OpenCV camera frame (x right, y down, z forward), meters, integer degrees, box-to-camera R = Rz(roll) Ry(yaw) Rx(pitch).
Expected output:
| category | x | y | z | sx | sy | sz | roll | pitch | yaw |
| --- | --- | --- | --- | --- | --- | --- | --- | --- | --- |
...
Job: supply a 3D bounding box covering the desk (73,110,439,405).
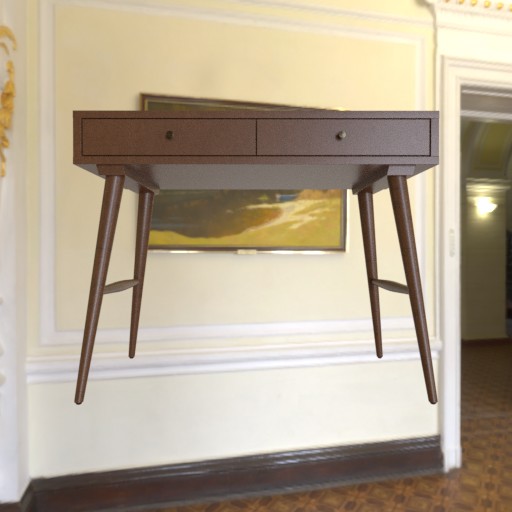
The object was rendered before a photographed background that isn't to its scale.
| category | x | y | z | sx | sy | sz | roll | pitch | yaw |
| --- | --- | --- | --- | --- | --- | --- | --- | --- | --- |
| desk | 0.000 | 0.000 | 1.382 | 0.949 | 0.758 | 0.510 | 0 | 1 | 0 |
